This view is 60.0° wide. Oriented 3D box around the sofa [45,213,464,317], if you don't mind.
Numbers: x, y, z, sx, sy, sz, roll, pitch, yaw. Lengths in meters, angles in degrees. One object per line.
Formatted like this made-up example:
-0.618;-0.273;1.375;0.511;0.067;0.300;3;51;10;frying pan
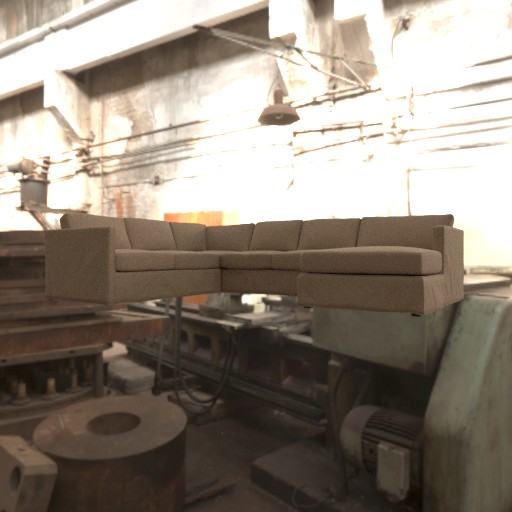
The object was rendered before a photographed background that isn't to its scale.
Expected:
0.000;0.000;4.411;3.460;0.882;2.427;0;0;35;sofa
